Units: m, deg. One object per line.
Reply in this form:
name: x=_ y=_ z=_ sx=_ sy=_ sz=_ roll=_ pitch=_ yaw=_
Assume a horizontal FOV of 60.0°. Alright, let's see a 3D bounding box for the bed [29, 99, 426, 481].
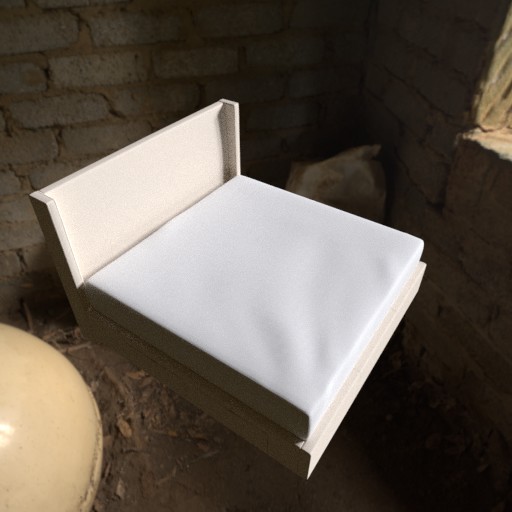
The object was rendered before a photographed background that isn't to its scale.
bed: x=0.000 y=0.000 z=3.638 sx=2.293 sy=1.471 sz=2.145 roll=24 pitch=46 yaw=26
